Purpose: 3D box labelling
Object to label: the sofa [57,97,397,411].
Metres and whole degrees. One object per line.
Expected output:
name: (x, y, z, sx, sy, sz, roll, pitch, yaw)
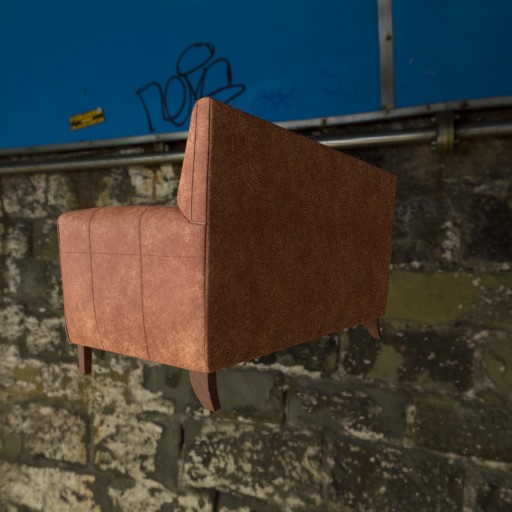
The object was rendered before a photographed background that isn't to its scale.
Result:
sofa: (0.000, 0.000, 1.995, 0.787, 0.871, 1.473, 0, 1, 36)
